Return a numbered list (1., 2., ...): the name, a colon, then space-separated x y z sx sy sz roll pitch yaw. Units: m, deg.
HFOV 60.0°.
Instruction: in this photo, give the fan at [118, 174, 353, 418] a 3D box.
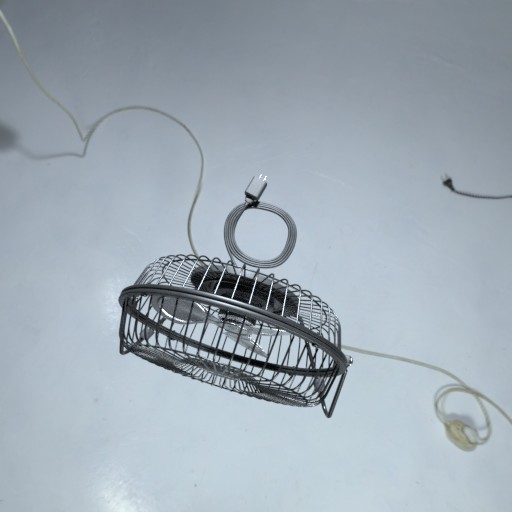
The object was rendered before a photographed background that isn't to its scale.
1. fan: 0.000 0.000 0.374 0.209 0.188 0.227 16 75 4
